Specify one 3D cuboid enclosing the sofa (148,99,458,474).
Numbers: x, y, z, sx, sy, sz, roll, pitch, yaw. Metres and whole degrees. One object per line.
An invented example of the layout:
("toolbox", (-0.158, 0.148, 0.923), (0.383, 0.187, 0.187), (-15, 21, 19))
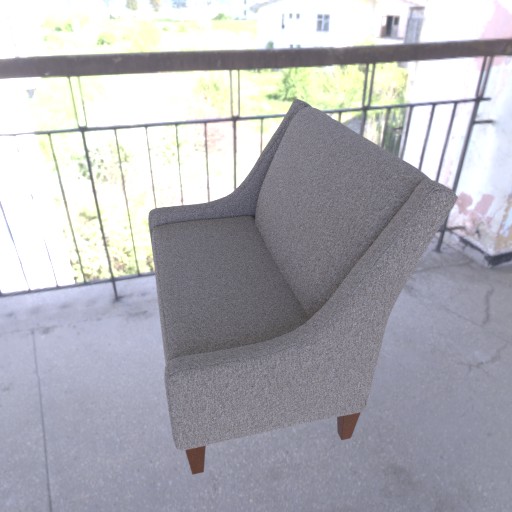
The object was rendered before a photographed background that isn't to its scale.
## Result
("sofa", (0.000, 0.000, 1.882), (0.862, 1.026, 1.242), (-7, 31, -12))
